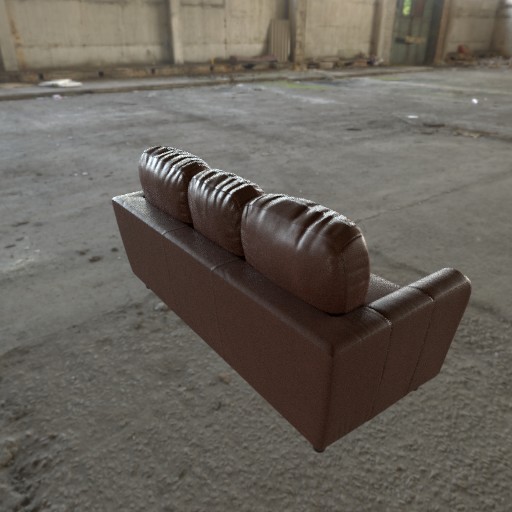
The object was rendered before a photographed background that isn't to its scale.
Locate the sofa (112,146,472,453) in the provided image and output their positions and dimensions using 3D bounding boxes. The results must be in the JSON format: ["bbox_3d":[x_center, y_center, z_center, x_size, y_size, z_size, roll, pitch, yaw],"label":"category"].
[{"bbox_3d":[0.000,0.000,2.269,0.802,0.915,1.862,-18,32,-32],"label":"sofa"}]
